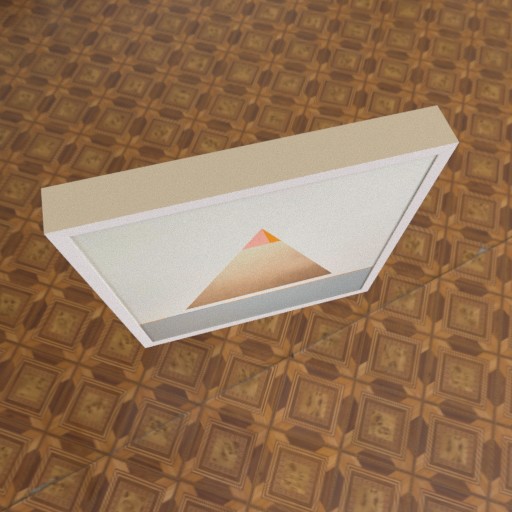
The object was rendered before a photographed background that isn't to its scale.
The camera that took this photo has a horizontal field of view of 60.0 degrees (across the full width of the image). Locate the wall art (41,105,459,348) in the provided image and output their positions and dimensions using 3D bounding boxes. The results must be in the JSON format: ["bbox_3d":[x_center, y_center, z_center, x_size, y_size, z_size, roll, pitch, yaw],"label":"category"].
[{"bbox_3d":[0.000,0.000,0.460,0.305,0.304,0.038,-13,65,-6],"label":"wall art"}]
